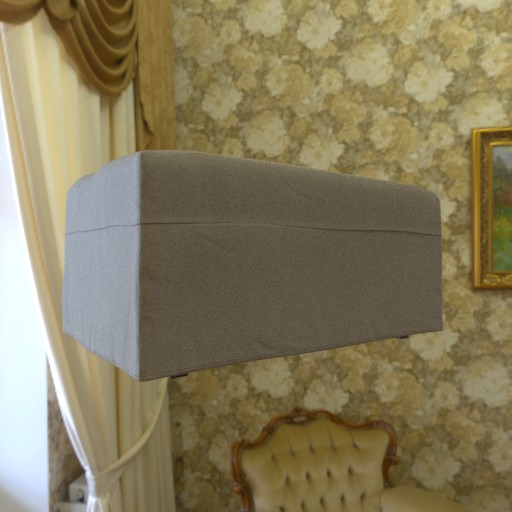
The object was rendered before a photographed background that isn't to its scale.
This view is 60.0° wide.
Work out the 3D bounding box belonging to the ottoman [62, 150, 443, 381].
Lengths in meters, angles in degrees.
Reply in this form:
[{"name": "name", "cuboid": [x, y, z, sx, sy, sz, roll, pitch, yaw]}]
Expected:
[{"name": "ottoman", "cuboid": [0.000, 0.000, 1.182, 0.872, 0.444, 0.590, 0, 0, -35]}]
